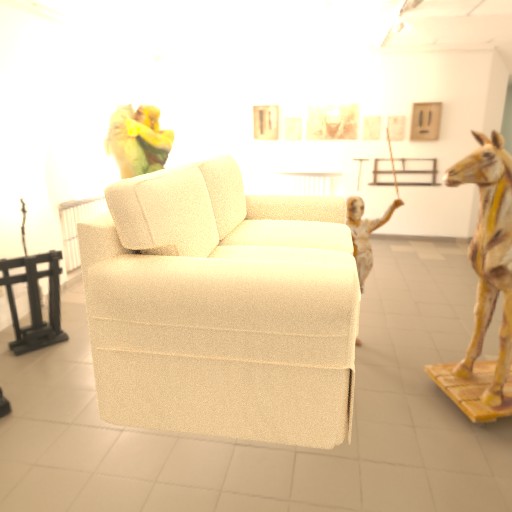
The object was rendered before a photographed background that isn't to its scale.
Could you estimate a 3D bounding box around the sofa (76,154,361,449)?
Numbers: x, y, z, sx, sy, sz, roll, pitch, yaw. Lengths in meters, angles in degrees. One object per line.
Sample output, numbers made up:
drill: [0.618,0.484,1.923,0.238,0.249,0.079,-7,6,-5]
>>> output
sofa: [0.000,0.000,2.294,0.991,0.940,1.727,3,17,9]
